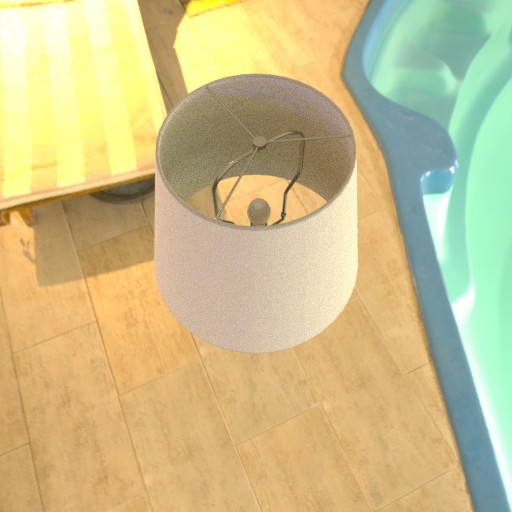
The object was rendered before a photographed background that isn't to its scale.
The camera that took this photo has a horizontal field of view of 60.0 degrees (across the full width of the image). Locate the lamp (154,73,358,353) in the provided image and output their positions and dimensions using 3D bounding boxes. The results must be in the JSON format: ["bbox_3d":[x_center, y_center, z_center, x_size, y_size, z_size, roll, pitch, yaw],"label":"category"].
[{"bbox_3d":[0.000,0.000,0.785,0.355,0.582,0.355,0,62,0],"label":"lamp"}]
